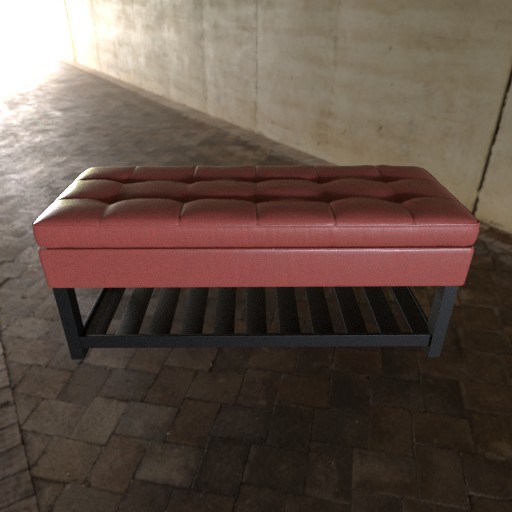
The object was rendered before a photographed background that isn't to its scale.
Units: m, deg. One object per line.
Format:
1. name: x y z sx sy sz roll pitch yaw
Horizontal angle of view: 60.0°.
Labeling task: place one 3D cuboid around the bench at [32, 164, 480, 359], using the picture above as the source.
1. bench: 0.000 0.000 1.357 1.105 0.460 0.432 0 30 0
